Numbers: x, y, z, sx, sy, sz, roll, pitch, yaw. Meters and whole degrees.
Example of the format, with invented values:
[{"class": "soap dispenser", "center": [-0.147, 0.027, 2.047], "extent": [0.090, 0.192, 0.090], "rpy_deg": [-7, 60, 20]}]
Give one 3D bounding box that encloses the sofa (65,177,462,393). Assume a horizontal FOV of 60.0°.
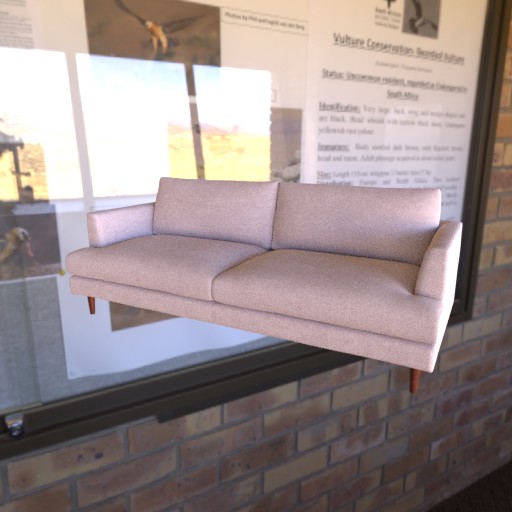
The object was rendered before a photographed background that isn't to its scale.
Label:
[{"class": "sofa", "center": [0.000, 0.000, 2.746], "extent": [2.250, 0.868, 1.020], "rpy_deg": [7, 16, 27]}]
